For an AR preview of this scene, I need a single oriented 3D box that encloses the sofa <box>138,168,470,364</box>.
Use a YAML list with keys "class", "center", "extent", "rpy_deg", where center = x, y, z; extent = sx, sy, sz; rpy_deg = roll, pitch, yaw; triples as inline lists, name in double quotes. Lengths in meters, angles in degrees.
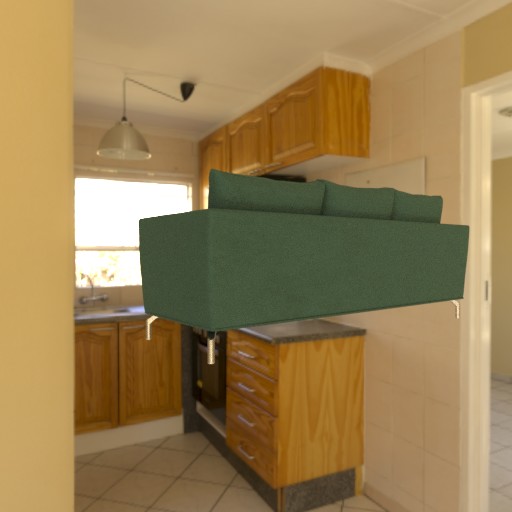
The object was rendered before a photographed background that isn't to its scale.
- class: "sofa"
  center: [0.000, 0.000, 3.785]
  extent: [2.452, 1.004, 2.468]
  rpy_deg: [-1, 1, -38]
